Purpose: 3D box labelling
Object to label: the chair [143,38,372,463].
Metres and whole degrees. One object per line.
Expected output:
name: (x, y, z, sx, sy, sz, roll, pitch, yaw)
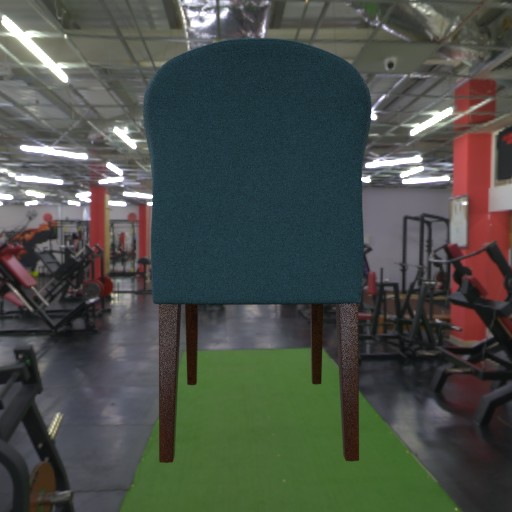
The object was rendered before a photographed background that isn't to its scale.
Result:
chair: (0.000, 0.000, 1.191, 0.507, 0.879, 0.620, 0, 2, -1)
